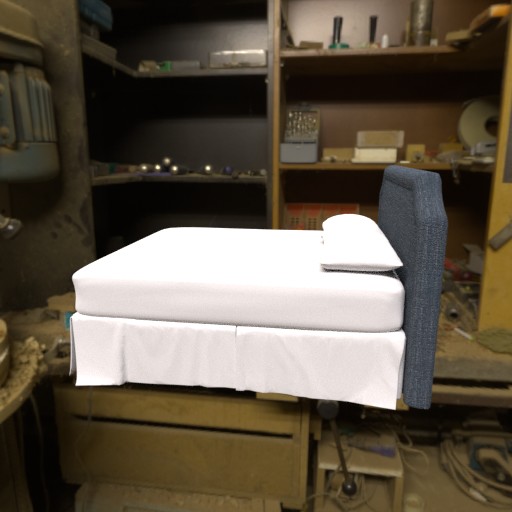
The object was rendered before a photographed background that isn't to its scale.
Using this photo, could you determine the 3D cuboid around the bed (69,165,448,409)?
[{"bbox_3d":[0.000,0.000,3.297,2.208,1.297,1.828,2,13,9],"label":"bed"}]
